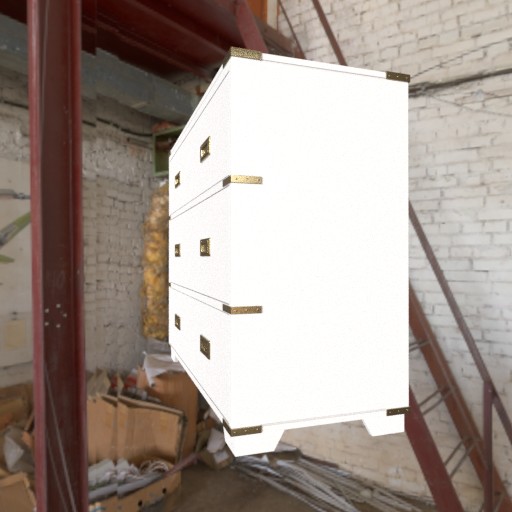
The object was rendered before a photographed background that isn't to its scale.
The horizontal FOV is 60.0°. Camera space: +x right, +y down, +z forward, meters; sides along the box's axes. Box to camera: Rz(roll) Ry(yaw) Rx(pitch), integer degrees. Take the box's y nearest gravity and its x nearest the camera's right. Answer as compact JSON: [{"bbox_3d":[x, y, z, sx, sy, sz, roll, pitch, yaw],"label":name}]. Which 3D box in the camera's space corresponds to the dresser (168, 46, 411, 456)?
[{"bbox_3d":[0.000,0.000,1.502,0.460,0.891,1.022,0,0,-19],"label":"dresser"}]
